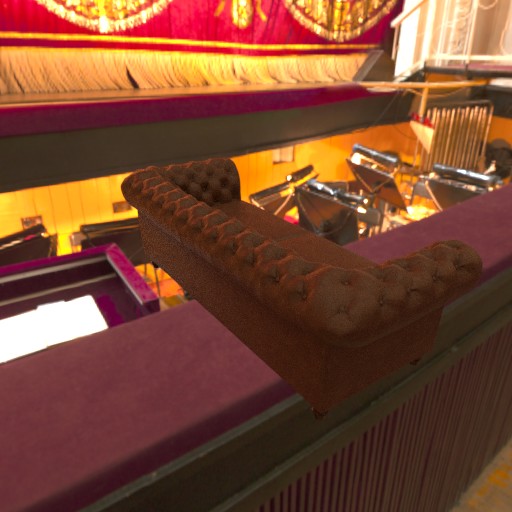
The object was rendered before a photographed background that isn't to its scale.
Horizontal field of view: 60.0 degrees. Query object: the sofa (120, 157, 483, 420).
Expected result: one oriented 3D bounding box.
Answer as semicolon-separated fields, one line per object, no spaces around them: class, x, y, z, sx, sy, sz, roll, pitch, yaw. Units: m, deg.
sofa;0.000;0.000;2.796;0.944;0.783;2.385;-17;30;-31
